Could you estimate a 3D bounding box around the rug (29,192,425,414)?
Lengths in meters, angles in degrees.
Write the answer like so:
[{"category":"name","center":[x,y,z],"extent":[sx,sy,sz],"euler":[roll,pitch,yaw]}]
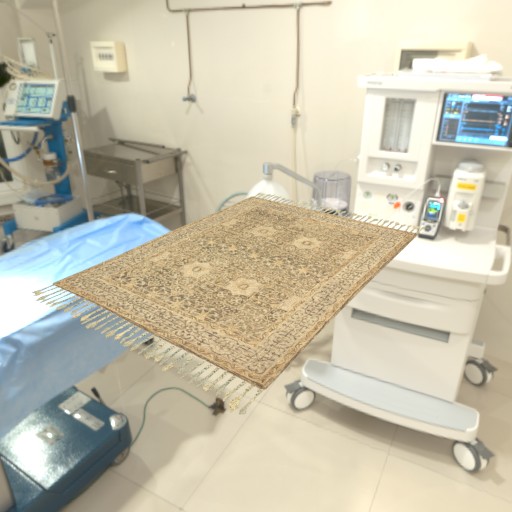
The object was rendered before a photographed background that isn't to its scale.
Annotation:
[{"category":"rug","center":[0.000,0.000,3.085],"extent":[1.619,0.023,2.465],"euler":[17,31,32]}]
